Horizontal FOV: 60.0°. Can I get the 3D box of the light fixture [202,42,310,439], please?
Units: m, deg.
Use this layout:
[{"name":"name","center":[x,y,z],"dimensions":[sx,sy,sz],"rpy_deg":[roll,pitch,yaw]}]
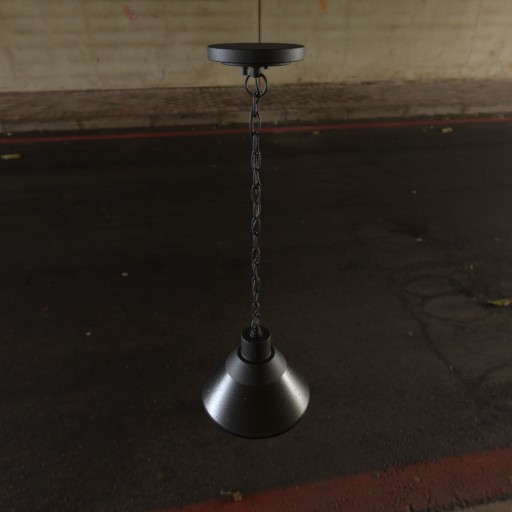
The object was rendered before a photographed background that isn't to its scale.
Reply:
[{"name":"light fixture","center":[0.000,0.000,0.685],"dimensions":[0.201,0.588,0.201],"rpy_deg":[11,31,19]}]
